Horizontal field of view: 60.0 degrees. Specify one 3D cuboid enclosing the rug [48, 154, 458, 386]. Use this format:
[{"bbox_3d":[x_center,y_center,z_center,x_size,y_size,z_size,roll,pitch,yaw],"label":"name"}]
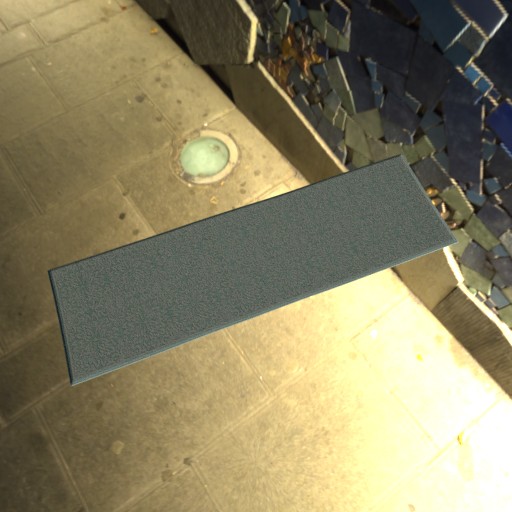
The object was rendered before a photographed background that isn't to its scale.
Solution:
[{"bbox_3d":[0.000,0.000,2.465,2.196,0.011,0.662,-19,67,-9],"label":"rug"}]
